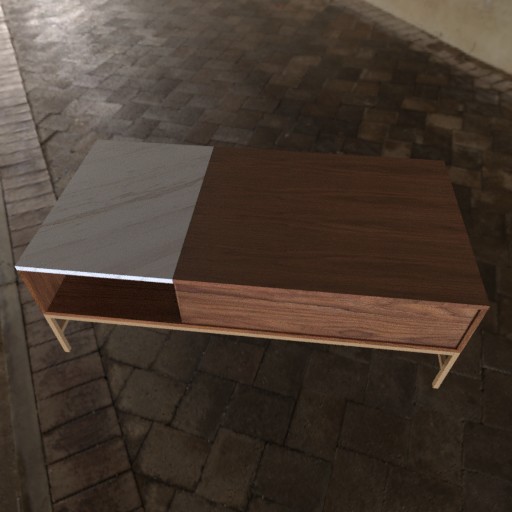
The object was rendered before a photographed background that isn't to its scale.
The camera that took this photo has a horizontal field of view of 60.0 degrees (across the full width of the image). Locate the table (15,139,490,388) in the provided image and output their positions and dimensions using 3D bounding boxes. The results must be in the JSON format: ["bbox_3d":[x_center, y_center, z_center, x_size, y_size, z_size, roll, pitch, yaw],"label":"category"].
[{"bbox_3d":[0.000,0.000,1.908,1.553,0.551,0.789,5,47,4],"label":"table"}]
